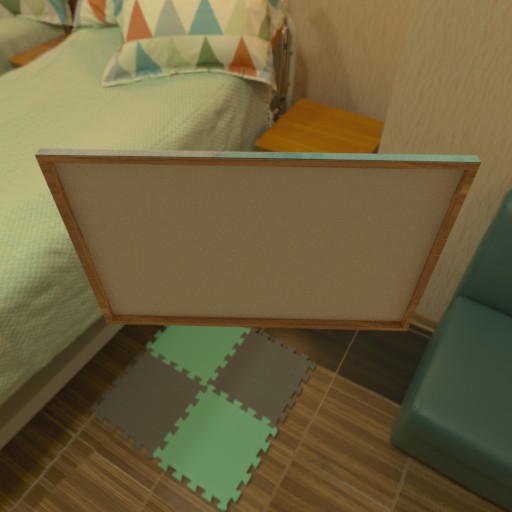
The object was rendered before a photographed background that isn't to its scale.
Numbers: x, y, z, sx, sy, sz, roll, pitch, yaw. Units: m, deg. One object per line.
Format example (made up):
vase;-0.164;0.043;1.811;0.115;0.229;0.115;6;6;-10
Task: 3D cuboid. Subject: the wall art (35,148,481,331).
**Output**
wall art;0.000;0.000;0.752;0.604;0.402;0.018;1;47;1
